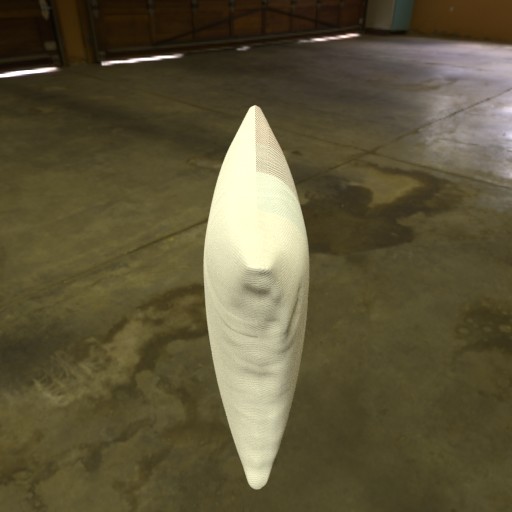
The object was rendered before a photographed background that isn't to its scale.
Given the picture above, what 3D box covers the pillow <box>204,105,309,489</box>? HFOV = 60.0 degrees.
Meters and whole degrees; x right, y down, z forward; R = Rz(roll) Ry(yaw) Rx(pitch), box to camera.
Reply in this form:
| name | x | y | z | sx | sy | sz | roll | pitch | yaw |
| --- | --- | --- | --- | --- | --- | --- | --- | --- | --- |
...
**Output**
| name | x | y | z | sx | sy | sz | roll | pitch | yaw |
| --- | --- | --- | --- | --- | --- | --- | --- | --- | --- |
| pillow | 0.000 | 0.000 | 0.629 | 0.139 | 0.305 | 0.506 | 0 | 32 | 0 |
